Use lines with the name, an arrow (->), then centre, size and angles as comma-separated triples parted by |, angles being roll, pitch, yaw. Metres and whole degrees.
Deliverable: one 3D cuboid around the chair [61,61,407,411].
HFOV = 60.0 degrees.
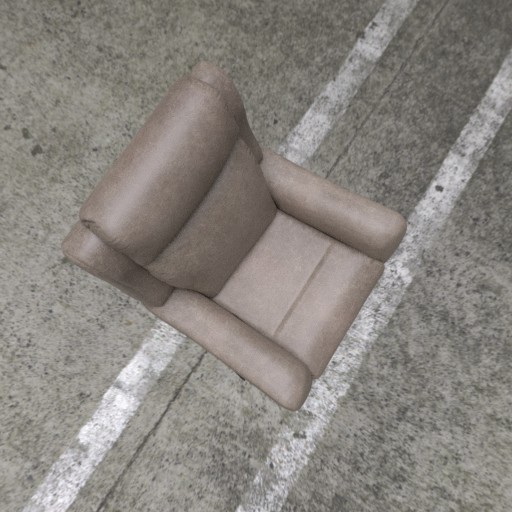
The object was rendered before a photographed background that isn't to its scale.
chair -> 0.000, 0.000, 1.925 | 1.068, 1.116, 0.967 | 33, 80, 6
